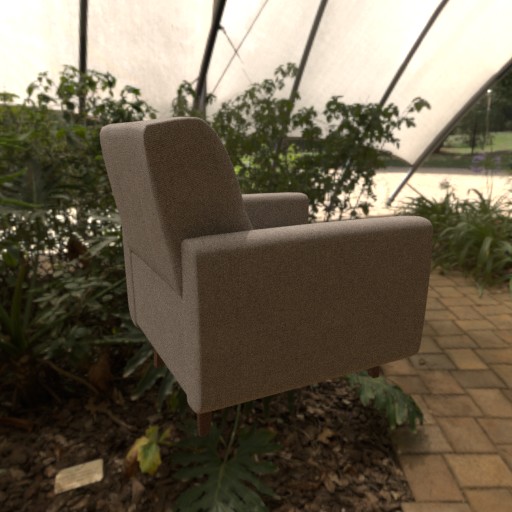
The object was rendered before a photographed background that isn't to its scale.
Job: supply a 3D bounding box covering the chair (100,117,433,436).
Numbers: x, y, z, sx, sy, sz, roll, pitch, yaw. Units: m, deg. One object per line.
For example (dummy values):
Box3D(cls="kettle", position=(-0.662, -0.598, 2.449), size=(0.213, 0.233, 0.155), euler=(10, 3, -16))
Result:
Box3D(cls="chair", position=(0.000, 0.000, 1.641), size=(0.942, 0.968, 0.845), euler=(-8, 17, -28))
